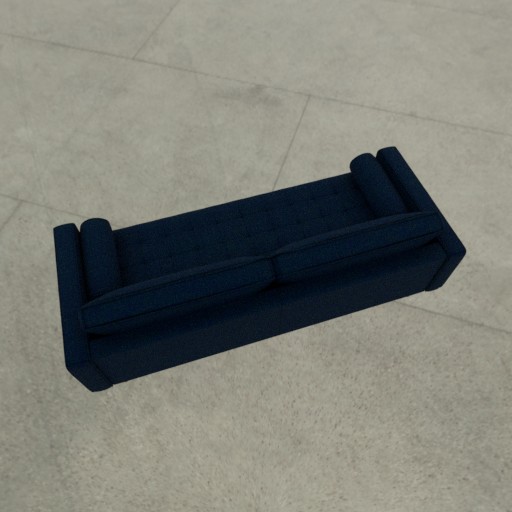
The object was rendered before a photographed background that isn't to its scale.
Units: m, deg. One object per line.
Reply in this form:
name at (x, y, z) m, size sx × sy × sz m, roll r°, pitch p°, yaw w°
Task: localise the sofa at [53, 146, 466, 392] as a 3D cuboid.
sofa at (0.000, 0.000, 2.680) m, size 2.210 × 0.762 × 0.914 m, roll -15°, pitch 59°, yaw -9°
